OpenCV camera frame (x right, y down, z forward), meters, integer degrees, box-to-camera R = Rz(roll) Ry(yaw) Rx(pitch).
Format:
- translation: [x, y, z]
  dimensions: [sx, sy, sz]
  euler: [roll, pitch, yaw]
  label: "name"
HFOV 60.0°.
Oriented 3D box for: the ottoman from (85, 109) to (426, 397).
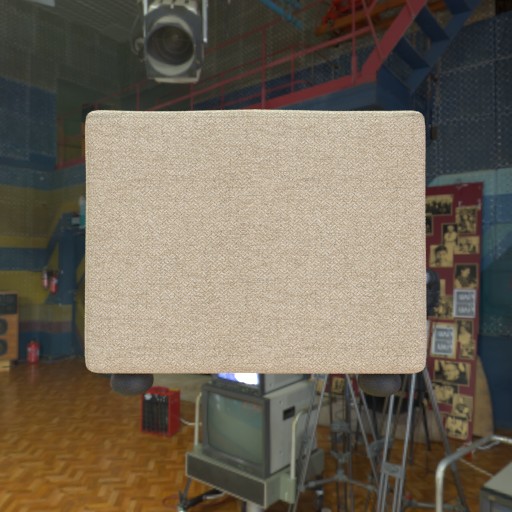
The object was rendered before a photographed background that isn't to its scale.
- translation: [0.000, 0.000, 0.877]
  dimensions: [0.508, 0.432, 0.508]
  euler: [0, -1, 0]
  label: "ottoman"
